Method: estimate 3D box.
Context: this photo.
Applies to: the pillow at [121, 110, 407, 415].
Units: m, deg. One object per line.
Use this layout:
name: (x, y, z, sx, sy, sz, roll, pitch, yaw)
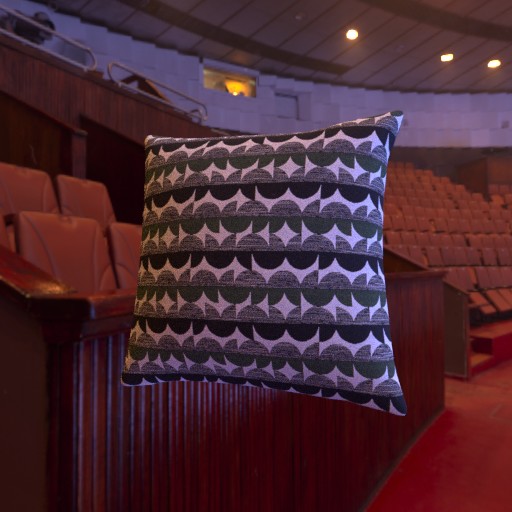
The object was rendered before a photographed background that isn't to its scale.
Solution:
pillow: (0.000, 0.000, 0.654, 0.419, 0.404, 0.180, 0, -1, 18)
